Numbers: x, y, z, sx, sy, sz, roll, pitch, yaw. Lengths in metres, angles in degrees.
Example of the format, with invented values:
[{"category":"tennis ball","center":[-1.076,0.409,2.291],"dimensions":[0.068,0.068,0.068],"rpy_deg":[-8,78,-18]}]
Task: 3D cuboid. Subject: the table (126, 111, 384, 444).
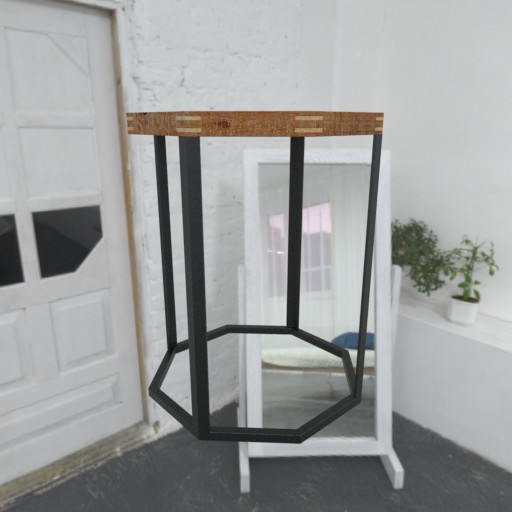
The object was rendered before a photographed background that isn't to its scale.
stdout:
[{"category":"table","center":[0.000,0.000,0.888],"dimensions":[0.458,0.543,0.458],"rpy_deg":[8,19,24]}]
